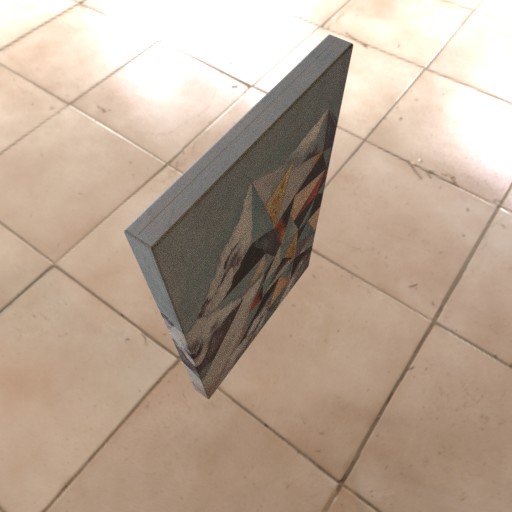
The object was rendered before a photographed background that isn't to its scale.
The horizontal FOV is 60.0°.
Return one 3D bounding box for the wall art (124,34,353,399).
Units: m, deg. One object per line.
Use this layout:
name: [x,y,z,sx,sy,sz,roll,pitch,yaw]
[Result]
wall art: [0.000,0.000,1.173,0.061,0.911,0.609,31,64,17]
